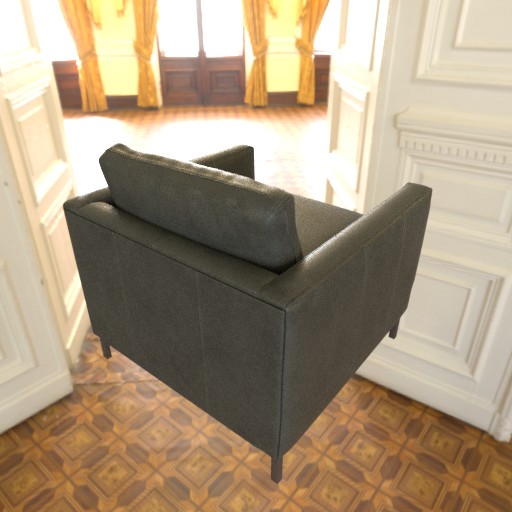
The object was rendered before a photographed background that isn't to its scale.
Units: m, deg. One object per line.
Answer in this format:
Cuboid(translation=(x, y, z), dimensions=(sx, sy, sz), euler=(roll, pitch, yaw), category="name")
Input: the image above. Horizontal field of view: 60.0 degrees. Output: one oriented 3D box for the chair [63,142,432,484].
Cuboid(translation=(0.000, 0.000, 1.489), dimensions=(0.967, 0.824, 0.861), euler=(22, 36, 33), category="chair")
